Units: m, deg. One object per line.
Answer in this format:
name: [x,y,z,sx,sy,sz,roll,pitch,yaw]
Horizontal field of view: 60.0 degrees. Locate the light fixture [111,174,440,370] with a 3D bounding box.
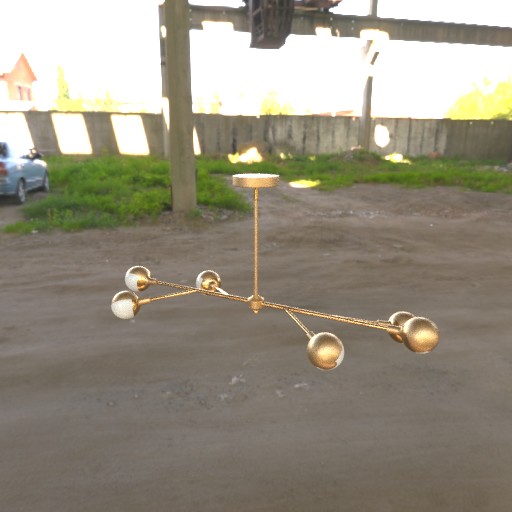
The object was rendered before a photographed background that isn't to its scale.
light fixture: [0.000,0.000,1.011,0.778,0.362,0.434,14,21,43]
